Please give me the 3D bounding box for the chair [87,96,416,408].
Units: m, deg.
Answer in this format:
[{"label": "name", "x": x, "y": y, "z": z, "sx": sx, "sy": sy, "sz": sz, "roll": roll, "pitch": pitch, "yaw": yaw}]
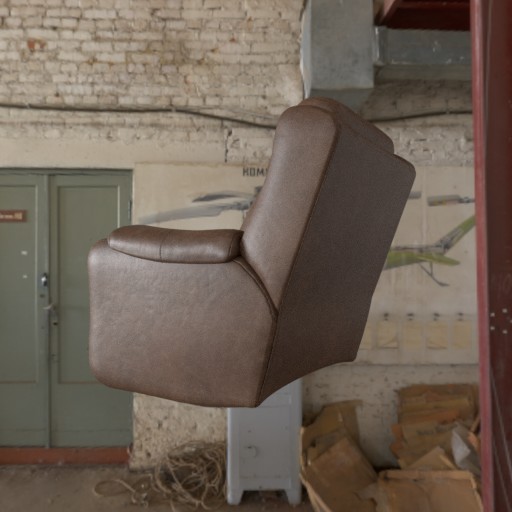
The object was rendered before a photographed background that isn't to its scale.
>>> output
[{"label": "chair", "x": 0.000, "y": 0.000, "z": 1.785, "sx": 1.067, "sy": 0.990, "sz": 0.940, "roll": 0, "pitch": -1, "yaw": 35}]
